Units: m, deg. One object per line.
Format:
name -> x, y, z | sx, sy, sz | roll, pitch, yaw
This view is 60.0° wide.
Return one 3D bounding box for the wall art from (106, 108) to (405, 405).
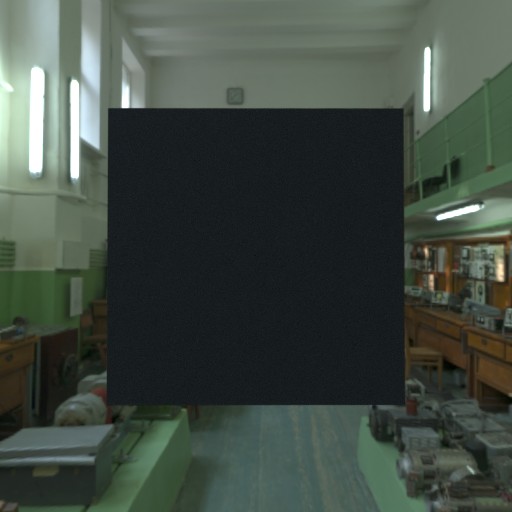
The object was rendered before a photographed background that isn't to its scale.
wall art -> 0.000, 0.000, 1.154 | 0.762, 0.762, 0.038 | 0, -1, 0
